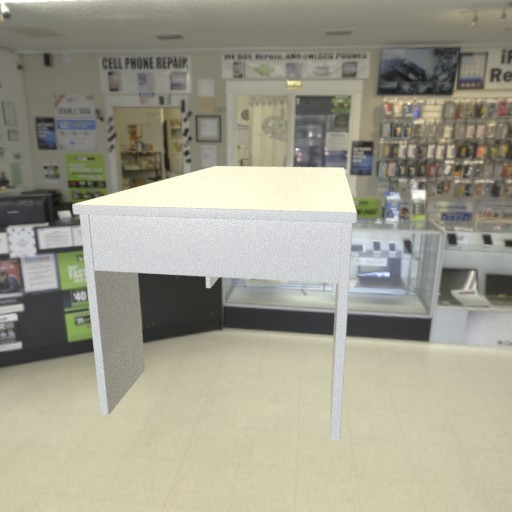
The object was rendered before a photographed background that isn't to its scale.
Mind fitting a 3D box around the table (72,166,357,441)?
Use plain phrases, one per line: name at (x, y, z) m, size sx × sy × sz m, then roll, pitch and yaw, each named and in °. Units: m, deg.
table at (0.000, 0.000, 1.287) m, size 0.500 × 0.440 × 1.000 m, roll 3°, pitch 16°, yaw 9°
